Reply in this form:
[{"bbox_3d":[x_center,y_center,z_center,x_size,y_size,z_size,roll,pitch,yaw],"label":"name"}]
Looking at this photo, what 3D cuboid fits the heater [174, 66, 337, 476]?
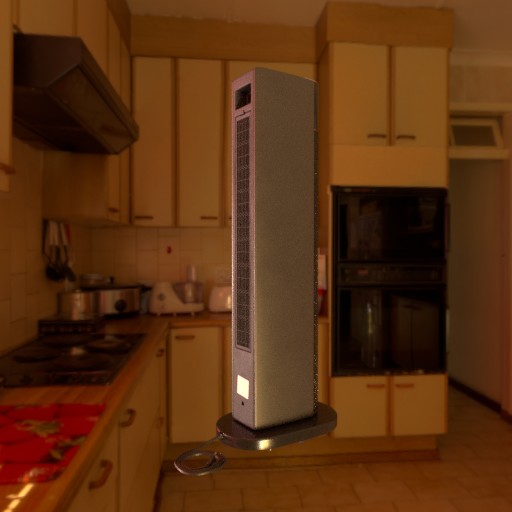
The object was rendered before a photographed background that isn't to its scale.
[{"bbox_3d":[0.000,0.000,1.044,0.458,0.856,0.214,-1,1,-35],"label":"heater"}]
